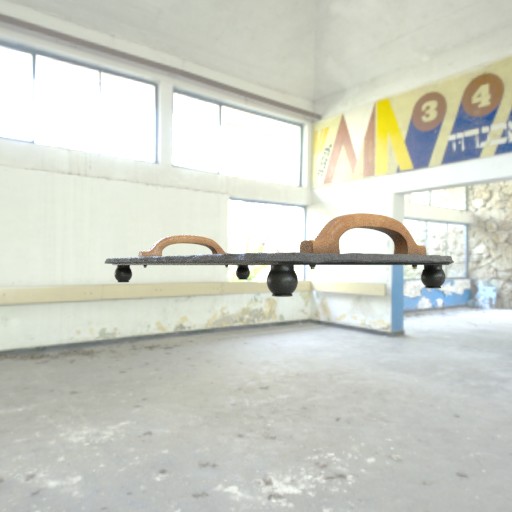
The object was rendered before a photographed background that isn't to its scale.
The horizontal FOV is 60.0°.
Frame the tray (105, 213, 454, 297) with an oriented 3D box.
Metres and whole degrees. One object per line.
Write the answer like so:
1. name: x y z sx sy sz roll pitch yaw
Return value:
1. tray: 0.000 0.000 0.480 0.231 0.062 0.387 1 -2 -36
